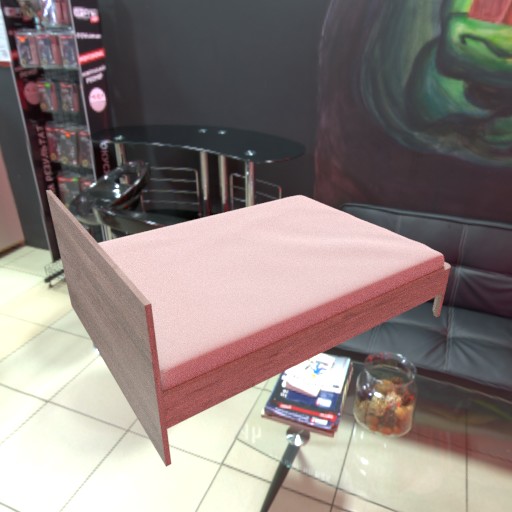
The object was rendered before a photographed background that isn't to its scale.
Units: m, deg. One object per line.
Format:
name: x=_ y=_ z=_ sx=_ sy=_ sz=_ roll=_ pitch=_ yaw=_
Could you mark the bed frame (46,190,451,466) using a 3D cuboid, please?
bed frame: x=0.000 y=0.000 z=2.718 sx=1.950 sy=0.800 sz=1.490 roll=-17 pitch=31 yaw=-31
